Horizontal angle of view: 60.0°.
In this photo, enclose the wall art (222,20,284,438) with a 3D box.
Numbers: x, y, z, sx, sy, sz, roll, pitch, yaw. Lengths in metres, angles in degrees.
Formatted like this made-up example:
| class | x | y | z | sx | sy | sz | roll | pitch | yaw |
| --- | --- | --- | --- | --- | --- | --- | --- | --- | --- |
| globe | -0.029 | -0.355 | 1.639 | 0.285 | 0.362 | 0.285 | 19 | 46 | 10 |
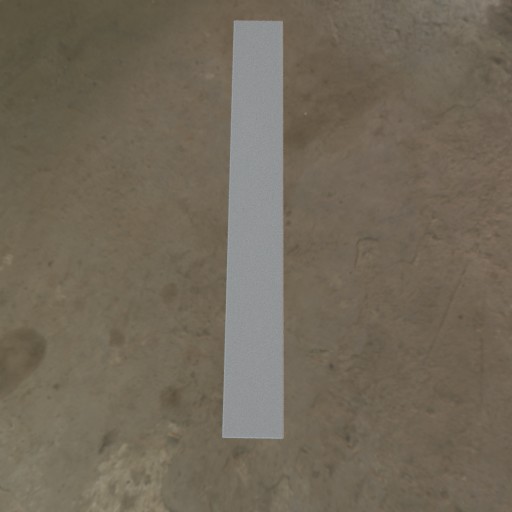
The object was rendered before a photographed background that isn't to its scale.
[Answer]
| class | x | y | z | sx | sy | sz | roll | pitch | yaw |
| --- | --- | --- | --- | --- | --- | --- | --- | --- | --- |
| wall art | 0.000 | 0.000 | 0.458 | 0.038 | 0.305 | 0.305 | 1 | 77 | 0 |
